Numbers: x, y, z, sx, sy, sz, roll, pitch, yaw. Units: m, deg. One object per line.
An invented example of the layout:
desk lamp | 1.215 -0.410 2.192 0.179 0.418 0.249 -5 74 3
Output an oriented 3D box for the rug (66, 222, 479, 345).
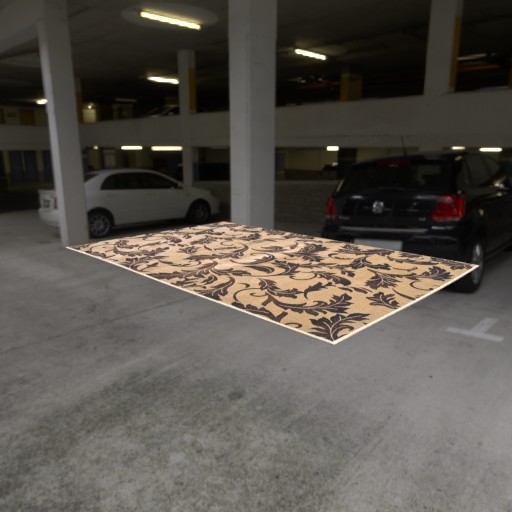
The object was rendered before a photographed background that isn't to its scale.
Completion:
rug | 0.000 0.000 2.892 2.284 0.008 1.522 13 19 42
